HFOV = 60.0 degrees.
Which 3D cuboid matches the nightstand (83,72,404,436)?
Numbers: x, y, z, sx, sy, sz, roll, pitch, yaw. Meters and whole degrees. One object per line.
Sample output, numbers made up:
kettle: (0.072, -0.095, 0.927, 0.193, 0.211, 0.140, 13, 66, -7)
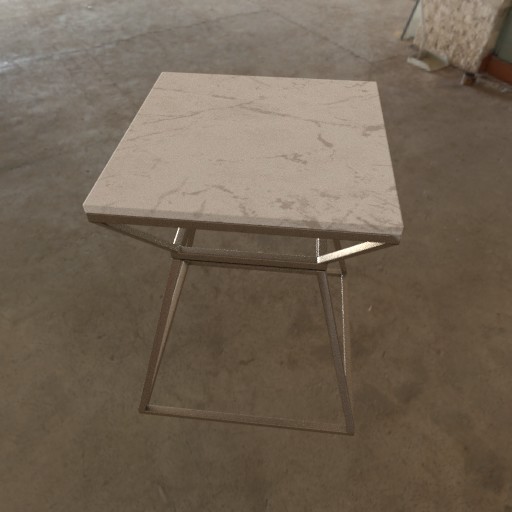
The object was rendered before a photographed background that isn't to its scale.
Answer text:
nightstand: (0.000, 0.000, 0.891, 0.455, 0.554, 0.455, 4, 46, 4)
